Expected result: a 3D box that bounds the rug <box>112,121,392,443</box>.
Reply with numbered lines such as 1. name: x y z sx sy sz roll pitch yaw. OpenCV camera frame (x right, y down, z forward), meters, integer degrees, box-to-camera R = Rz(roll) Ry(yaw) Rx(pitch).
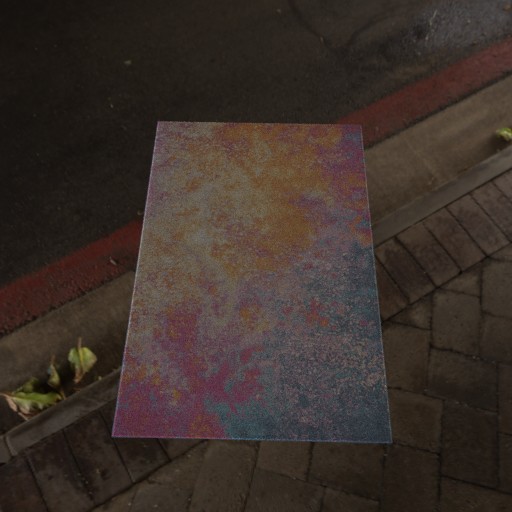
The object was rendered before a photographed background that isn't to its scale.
1. rug: 0.000 0.000 3.765 2.007 0.013 2.896 1 65 1
